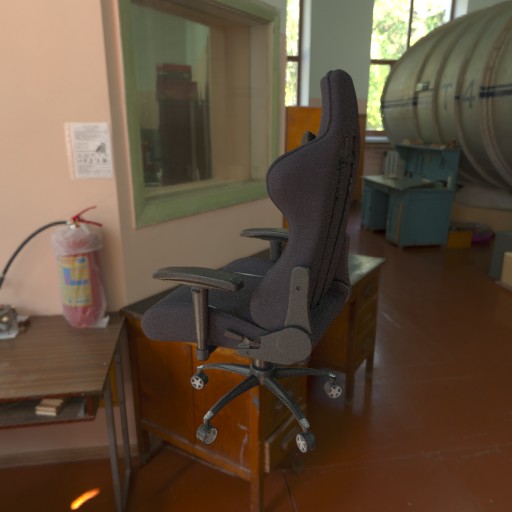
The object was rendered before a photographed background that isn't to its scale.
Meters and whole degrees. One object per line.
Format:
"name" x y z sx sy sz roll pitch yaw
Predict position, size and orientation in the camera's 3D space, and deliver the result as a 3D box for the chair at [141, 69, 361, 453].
"chair" 0.000 0.000 1.705 0.695 1.300 0.730 7 18 24
